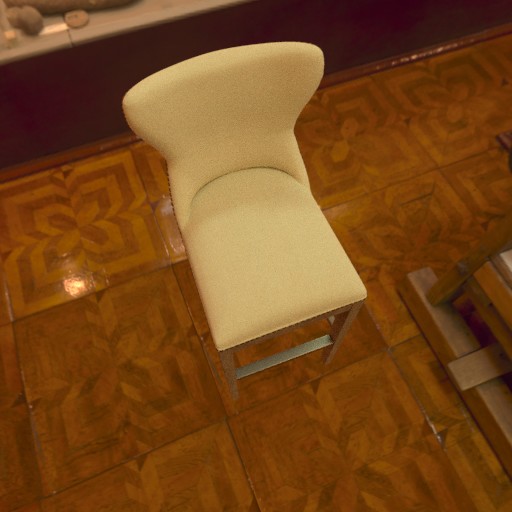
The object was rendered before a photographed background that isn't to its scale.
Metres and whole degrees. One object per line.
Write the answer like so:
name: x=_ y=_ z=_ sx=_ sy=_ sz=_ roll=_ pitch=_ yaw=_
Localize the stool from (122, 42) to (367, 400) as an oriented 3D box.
stool: x=0.000 y=0.000 z=1.417 sx=0.494 sy=1.123 sz=0.606 roll=-18 pitch=65 yaw=-9
